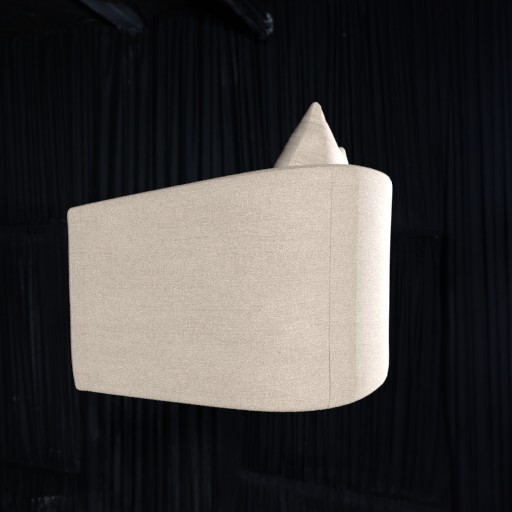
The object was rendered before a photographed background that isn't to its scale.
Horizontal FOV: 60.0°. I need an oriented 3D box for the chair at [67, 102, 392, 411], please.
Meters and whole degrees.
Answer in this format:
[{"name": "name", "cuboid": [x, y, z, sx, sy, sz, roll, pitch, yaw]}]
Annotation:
[{"name": "chair", "cuboid": [0.000, 0.000, 1.554, 0.910, 0.848, 0.845, 0, 1, 19]}]
